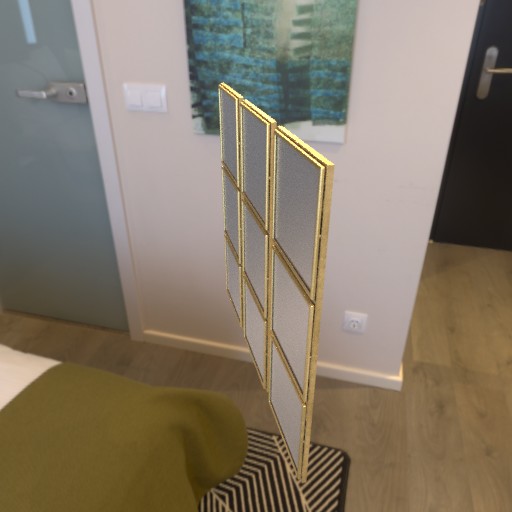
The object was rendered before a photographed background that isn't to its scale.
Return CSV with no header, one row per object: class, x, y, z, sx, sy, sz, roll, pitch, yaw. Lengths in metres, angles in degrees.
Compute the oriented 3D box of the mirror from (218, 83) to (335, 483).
mirror,0.000,0.000,1.452,0.023,0.926,1.011,-8,30,-13
